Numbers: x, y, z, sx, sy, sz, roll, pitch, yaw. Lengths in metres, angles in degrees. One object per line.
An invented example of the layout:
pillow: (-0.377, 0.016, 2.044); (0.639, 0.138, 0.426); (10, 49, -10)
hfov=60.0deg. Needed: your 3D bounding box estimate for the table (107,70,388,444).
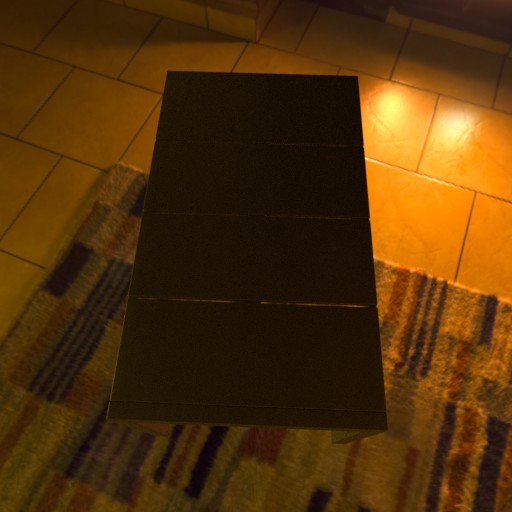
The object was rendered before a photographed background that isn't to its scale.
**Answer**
table: (0.000, 0.000, 1.289); (0.559, 0.460, 0.965); (2, 64, 1)
